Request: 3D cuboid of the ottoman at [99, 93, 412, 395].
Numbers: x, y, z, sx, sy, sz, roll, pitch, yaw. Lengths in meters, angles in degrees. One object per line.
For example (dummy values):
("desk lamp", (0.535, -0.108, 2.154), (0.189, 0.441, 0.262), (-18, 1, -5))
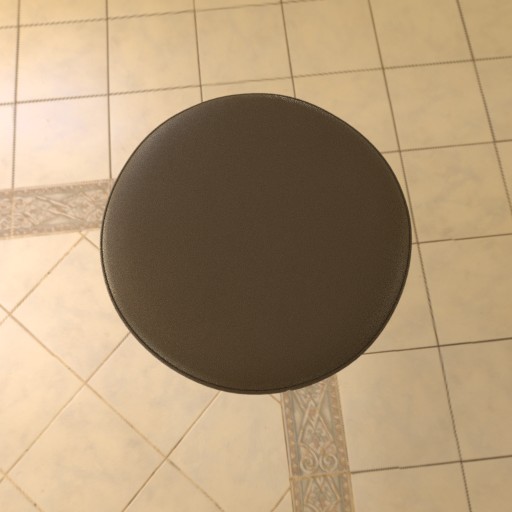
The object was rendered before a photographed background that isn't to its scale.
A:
("ottoman", (0.000, 0.000, 0.867), (0.500, 0.409, 0.500), (0, 77, 0))
